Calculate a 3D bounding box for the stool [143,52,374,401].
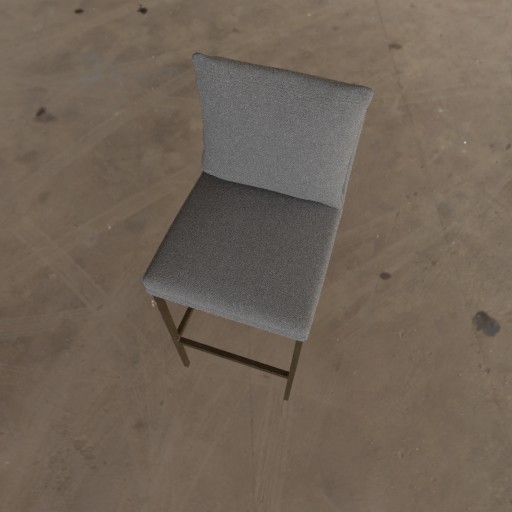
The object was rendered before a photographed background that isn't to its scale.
[{"bbox_3d":[0.000,0.000,1.432,0.463,1.132,0.569,16,60,9],"label":"stool"}]
